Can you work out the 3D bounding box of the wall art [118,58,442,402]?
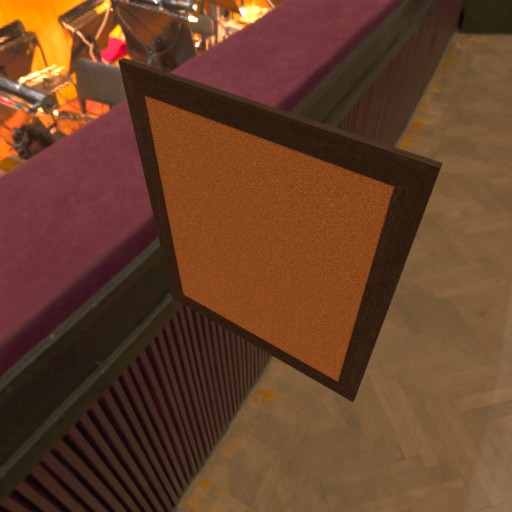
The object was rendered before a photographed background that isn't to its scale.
[{"bbox_3d":[0.000,0.000,0.772,0.476,0.570,0.013,26,52,22],"label":"wall art"}]
